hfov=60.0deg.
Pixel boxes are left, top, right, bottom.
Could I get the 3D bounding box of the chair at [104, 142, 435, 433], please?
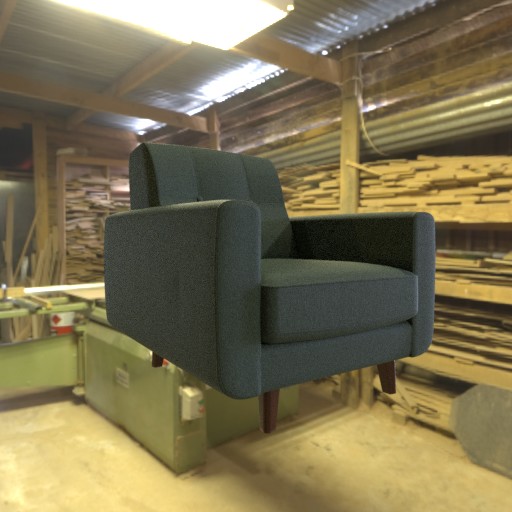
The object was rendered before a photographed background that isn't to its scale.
[{"bbox_3d":[0.000,0.000,1.544,0.831,0.841,0.909,-1,2,-35],"label":"chair"}]
